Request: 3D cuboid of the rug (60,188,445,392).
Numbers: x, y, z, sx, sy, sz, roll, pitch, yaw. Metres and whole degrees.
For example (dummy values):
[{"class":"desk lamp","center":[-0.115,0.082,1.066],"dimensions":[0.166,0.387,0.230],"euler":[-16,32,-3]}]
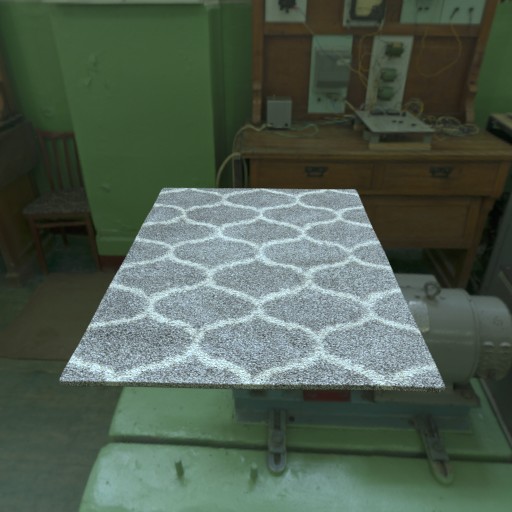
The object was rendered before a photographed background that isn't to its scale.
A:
[{"class":"rug","center":[0.000,0.000,2.053],"dimensions":[1.200,0.025,1.600],"euler":[1,31,1]}]
